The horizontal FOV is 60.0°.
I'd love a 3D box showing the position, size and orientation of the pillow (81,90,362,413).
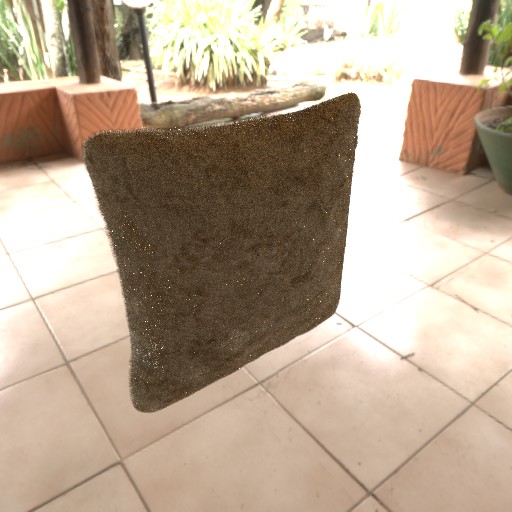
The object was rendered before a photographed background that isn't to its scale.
[{"bbox_3d":[0.000,0.000,0.814,0.538,0.525,0.216,-21,36,-32],"label":"pillow"}]
